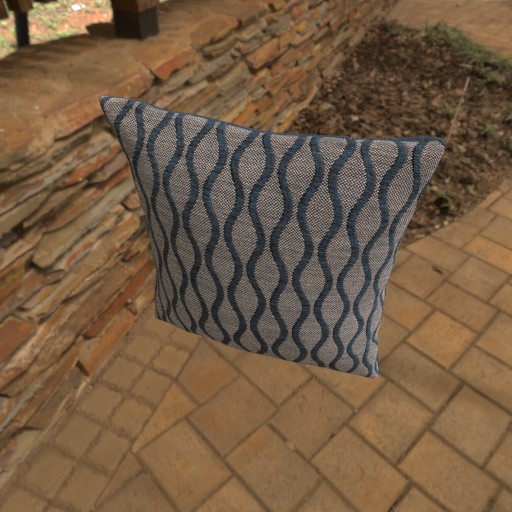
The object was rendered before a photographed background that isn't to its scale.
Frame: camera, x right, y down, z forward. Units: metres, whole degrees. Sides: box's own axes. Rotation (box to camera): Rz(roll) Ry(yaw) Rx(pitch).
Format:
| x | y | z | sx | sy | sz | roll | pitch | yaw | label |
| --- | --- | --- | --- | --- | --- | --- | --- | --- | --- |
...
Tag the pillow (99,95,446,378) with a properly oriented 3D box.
| x | y | z | sx | sy | sz | roll | pitch | yaw | label |
| --- | --- | --- | --- | --- | --- | --- | --- | --- | --- |
| 0.000 | 0.000 | 0.661 | 0.435 | 0.435 | 0.159 | 12 | 42 | 13 | pillow |
